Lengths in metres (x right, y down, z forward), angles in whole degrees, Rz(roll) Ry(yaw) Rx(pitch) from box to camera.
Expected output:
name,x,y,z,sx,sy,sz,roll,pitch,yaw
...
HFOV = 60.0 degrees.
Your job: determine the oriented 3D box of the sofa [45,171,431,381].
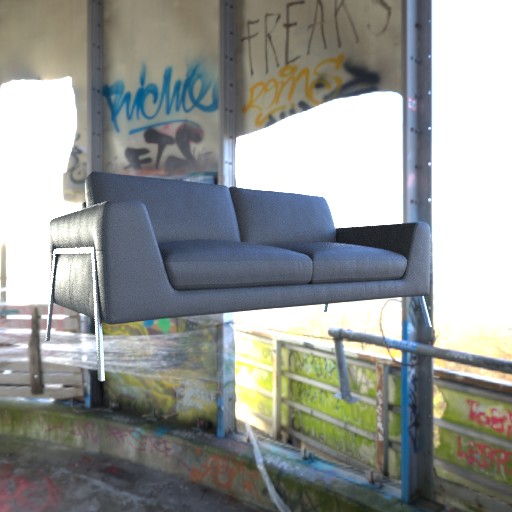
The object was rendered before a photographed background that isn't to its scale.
name,x,y,z,sx,sy,sz,roll,pitch,yaw
sofa,0.000,0.000,2.511,2.017,0.875,0.953,0,0,-36
